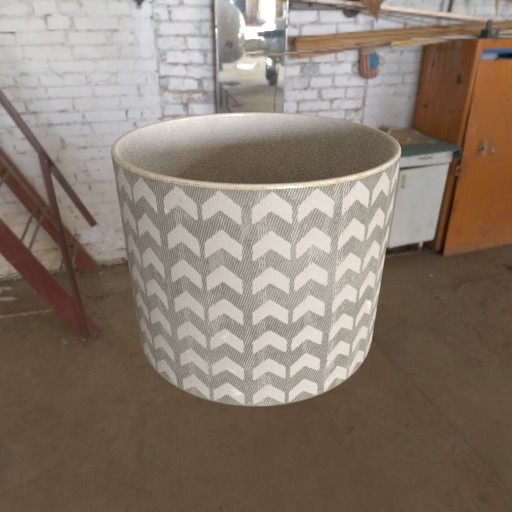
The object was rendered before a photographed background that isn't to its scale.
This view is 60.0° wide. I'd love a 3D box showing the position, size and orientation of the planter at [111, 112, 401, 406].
[{"bbox_3d":[0.000,0.000,0.344,0.190,0.181,0.190,0,28,0],"label":"planter"}]
